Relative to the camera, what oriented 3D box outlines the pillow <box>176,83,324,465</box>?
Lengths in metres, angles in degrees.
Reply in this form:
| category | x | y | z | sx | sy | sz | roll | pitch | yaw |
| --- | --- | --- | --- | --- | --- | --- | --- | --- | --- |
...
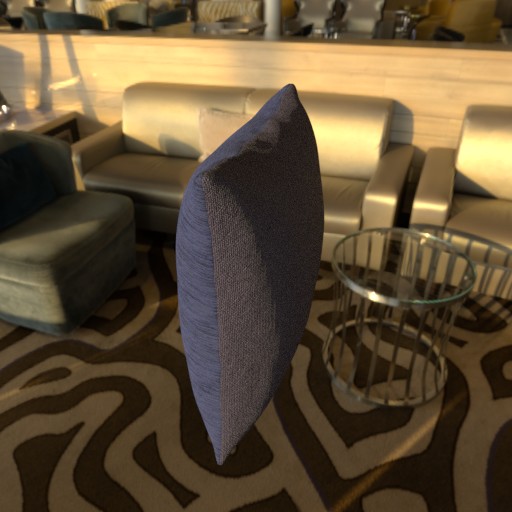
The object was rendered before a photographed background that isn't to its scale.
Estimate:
| category | x | y | z | sx | sy | sz | roll | pitch | yaw |
| --- | --- | --- | --- | --- | --- | --- | --- | --- | --- |
| pillow | 0.000 | 0.000 | 0.700 | 0.204 | 0.439 | 0.452 | 8 | 32 | 12 |
